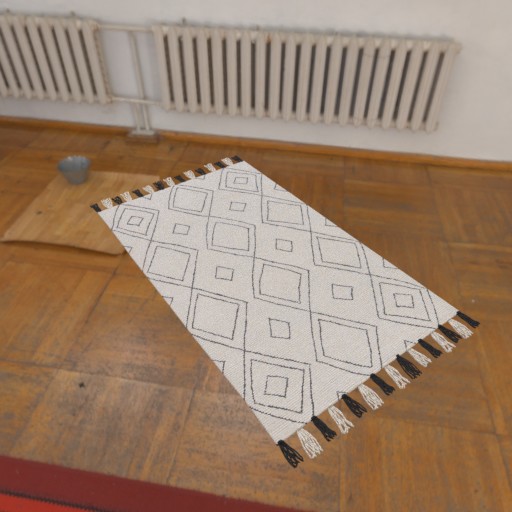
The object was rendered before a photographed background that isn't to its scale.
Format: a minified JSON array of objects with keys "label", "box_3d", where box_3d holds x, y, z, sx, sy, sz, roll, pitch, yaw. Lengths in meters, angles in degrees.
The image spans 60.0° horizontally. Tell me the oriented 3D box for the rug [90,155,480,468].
[{"label":"rug","box_3d":[0.000,0.000,3.274,1.524,0.021,2.755,-25,47,-26]}]
